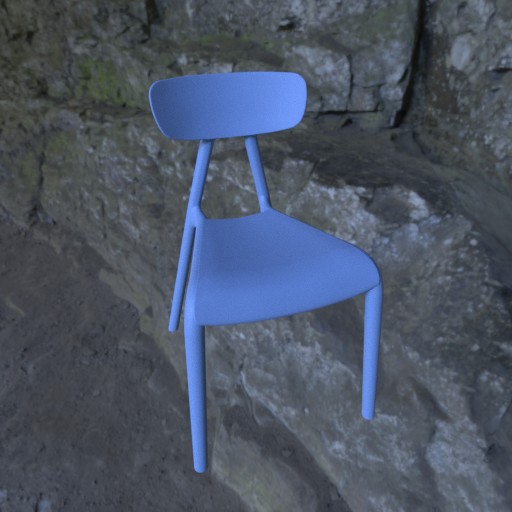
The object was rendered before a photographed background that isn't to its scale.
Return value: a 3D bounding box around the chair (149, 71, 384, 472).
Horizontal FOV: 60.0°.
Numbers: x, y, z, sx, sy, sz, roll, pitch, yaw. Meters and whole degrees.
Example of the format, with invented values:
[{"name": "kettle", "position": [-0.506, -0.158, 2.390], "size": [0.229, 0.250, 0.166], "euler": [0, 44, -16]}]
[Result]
[{"name": "chair", "position": [0.000, 0.000, 0.820], "size": [0.356, 0.580, 0.401], "euler": [-10, 33, -16]}]
